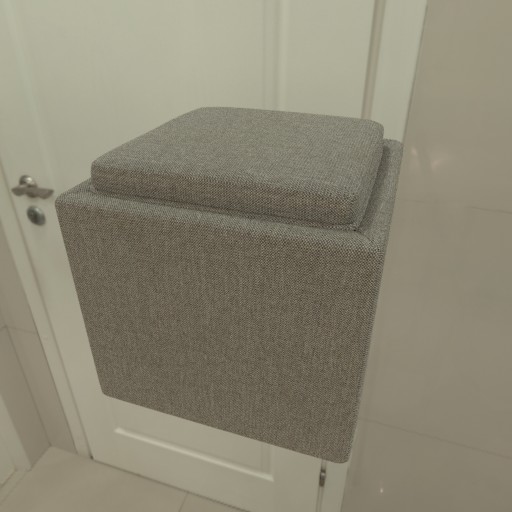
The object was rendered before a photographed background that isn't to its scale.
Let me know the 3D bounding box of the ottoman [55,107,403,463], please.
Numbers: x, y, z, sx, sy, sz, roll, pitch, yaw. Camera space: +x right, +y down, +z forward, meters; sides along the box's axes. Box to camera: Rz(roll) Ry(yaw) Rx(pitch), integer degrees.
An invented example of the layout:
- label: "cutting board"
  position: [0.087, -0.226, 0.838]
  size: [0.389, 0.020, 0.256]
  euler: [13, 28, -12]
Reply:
- label: "ottoman"
  position: [0.000, 0.000, 0.813]
  size: [0.450, 0.460, 0.450]
  euler: [10, 32, 16]
